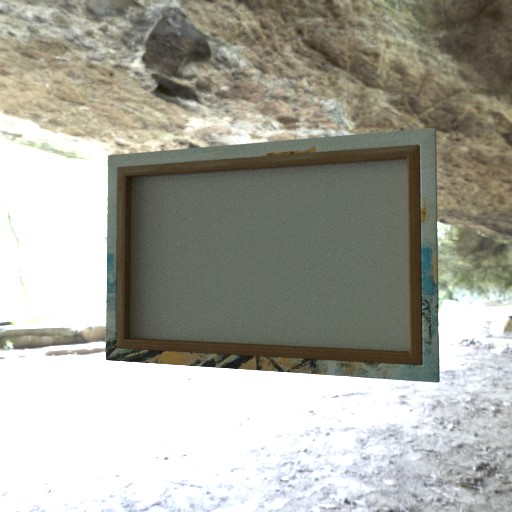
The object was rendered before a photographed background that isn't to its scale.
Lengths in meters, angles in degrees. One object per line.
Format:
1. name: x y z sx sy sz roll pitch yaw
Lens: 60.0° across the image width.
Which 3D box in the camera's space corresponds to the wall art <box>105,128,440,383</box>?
1. wall art: 0.000 0.000 1.200 0.913 0.609 0.038 -1 -2 16
